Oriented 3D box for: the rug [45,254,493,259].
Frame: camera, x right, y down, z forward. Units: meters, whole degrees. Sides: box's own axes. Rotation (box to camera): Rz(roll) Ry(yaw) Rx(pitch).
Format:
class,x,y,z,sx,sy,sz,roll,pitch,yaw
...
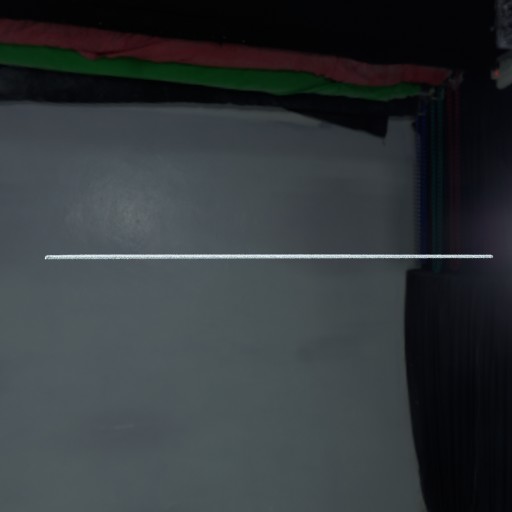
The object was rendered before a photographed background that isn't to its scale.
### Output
class,x,y,z,sx,sy,sz,roll,pitch,yaw
rug,0.000,0.000,2.212,1.747,0.011,1.217,0,0,-17
